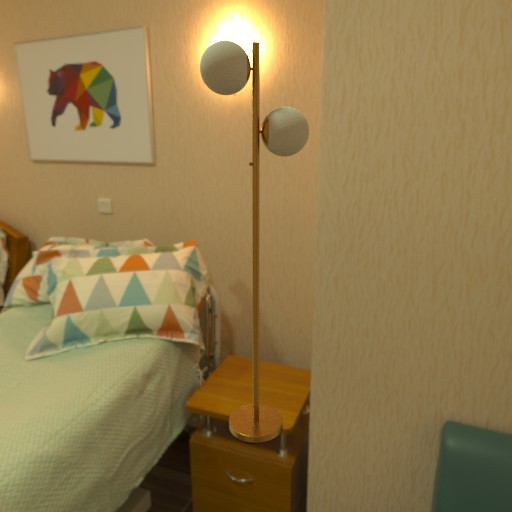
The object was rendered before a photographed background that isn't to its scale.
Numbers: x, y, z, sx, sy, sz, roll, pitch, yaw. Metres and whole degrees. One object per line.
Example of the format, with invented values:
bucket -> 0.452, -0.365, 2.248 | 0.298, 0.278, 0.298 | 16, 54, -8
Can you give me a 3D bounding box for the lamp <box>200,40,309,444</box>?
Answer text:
lamp -> 0.000, 0.000, 1.849 | 0.419, 1.641, 0.249 | -2, 15, -8
